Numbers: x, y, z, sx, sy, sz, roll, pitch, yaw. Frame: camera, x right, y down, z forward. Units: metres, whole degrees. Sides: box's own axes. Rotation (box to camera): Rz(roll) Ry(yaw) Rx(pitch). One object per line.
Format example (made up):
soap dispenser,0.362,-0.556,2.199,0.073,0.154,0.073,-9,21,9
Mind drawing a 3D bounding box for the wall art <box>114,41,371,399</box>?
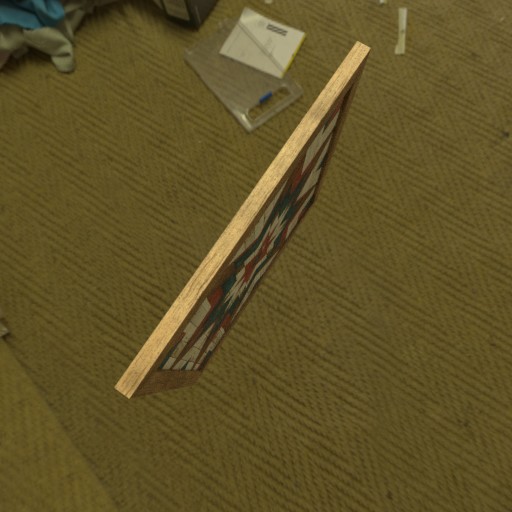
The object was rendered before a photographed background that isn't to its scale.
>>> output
wall art,0.000,0.000,1.034,0.029,0.691,0.695,32,78,8
